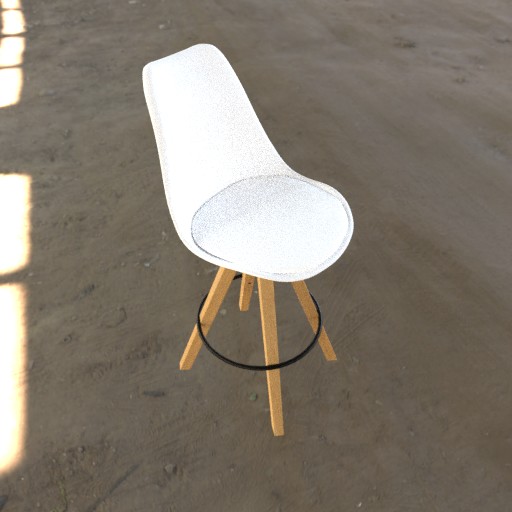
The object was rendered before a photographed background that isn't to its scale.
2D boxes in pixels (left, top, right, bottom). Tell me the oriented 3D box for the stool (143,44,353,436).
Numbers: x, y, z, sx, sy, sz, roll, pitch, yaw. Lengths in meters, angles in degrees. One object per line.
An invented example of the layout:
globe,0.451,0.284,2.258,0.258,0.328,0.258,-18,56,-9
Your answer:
stool,0.000,0.000,1.386,0.549,1.115,0.482,26,48,26
